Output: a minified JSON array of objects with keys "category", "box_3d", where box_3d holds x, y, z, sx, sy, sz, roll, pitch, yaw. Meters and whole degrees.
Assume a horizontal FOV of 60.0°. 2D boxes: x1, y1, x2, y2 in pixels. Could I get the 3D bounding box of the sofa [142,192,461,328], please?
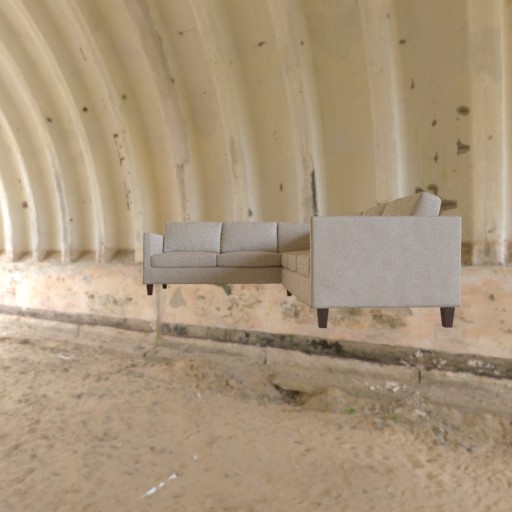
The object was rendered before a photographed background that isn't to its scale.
[{"category":"sofa","box_3d":[0.000,0.000,4.236,2.432,0.863,3.182,0,0,-1]}]
